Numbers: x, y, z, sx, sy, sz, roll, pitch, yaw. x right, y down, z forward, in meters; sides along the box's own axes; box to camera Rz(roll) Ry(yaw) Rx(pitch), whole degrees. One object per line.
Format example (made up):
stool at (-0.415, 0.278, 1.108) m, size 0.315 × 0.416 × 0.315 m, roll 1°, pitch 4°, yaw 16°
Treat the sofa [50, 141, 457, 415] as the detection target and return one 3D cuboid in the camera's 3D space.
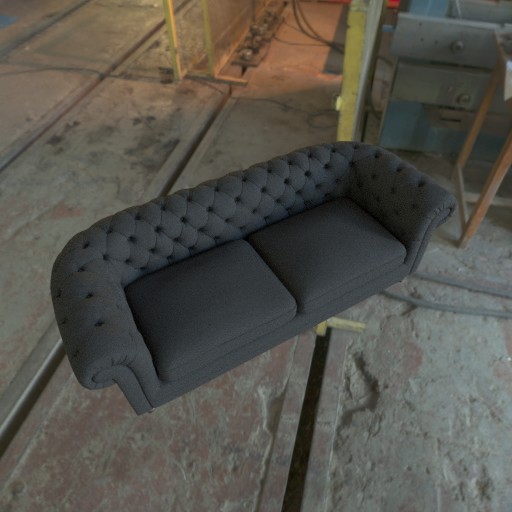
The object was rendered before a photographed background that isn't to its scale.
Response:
sofa at (0.000, 0.000, 2.791) m, size 2.362 × 0.762 × 0.991 m, roll -23°, pitch 51°, yaw -21°
